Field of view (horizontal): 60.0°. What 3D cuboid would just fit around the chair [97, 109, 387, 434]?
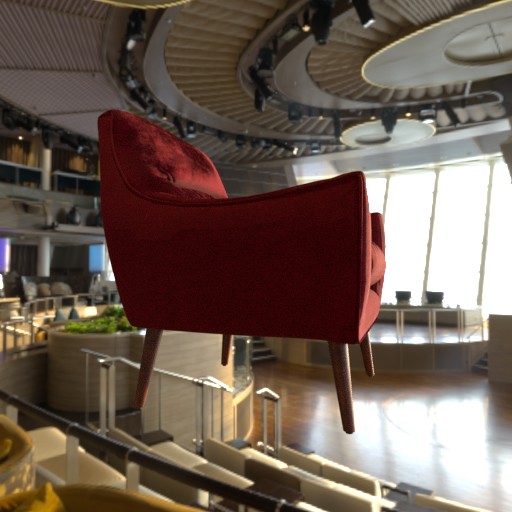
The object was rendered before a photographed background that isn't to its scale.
[{"bbox_3d":[0.000,0.000,1.414,0.787,0.838,0.762,-1,-2,19],"label":"chair"}]
